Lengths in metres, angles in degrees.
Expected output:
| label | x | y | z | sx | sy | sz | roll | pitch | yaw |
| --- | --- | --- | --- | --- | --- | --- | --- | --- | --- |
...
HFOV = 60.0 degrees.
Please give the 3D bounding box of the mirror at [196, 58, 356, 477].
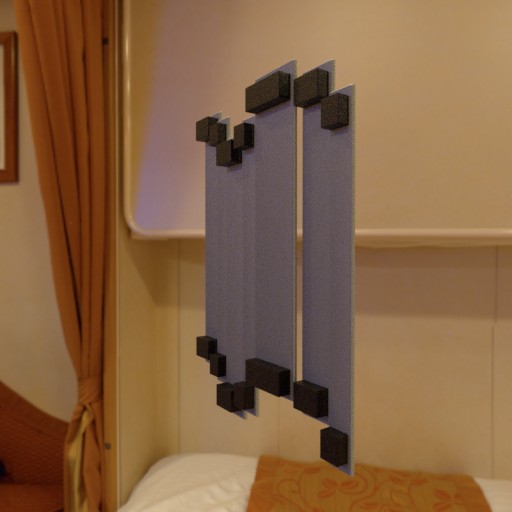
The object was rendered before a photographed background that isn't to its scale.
| label | x | y | z | sx | sy | sz | roll | pitch | yaw |
| --- | --- | --- | --- | --- | --- | --- | --- | --- | --- |
| mirror | 0.000 | 0.000 | 0.778 | 0.058 | 0.611 | 0.445 | -1 | 1 | -35 |
